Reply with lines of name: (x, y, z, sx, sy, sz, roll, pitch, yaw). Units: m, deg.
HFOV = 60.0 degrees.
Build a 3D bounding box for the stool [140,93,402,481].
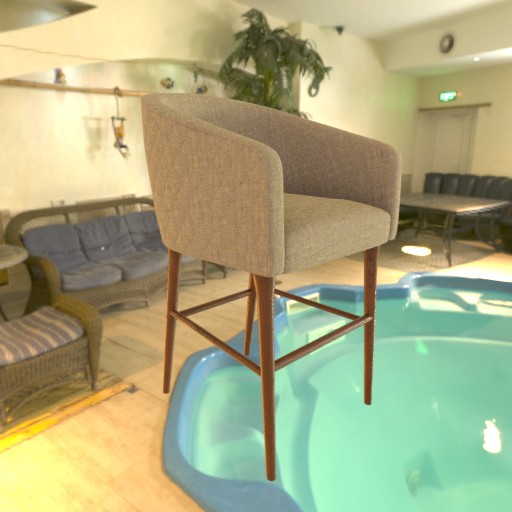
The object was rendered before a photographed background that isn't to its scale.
stool: (0.000, 0.000, 1.322, 0.635, 0.952, 0.559, 14, 20, 43)
